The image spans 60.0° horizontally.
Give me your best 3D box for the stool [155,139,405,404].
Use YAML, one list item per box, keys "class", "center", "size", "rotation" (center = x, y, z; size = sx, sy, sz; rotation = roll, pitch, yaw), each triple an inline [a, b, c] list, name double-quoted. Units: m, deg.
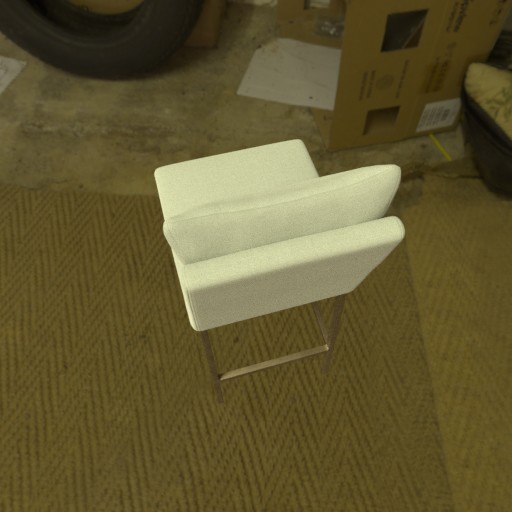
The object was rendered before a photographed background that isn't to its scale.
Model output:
- class: "stool"
  center: [0.000, 0.000, 1.311]
  size: [0.463, 1.032, 0.572]
  rotation: [-14, 60, -8]
